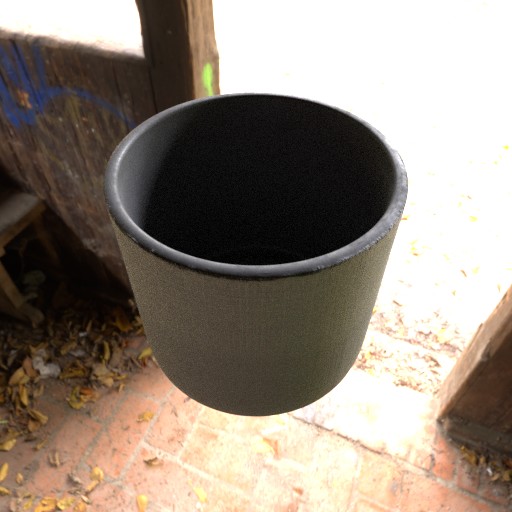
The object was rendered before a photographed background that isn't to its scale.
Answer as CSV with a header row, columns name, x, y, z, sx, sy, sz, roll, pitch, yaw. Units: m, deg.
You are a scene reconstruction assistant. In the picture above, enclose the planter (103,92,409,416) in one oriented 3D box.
name,x,y,z,sx,sy,sz,roll,pitch,yaw
planter,0.000,0.000,0.394,0.221,0.201,0.221,0,47,0
